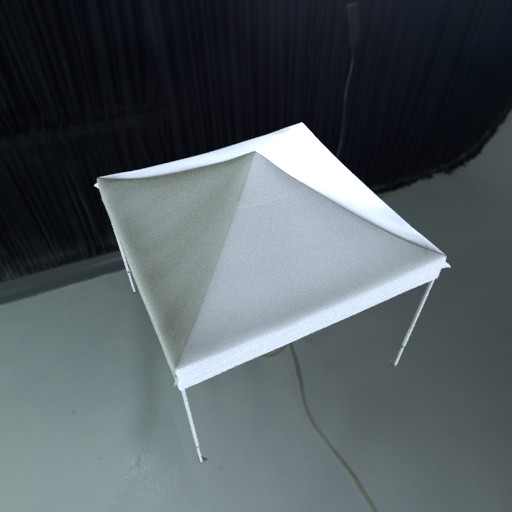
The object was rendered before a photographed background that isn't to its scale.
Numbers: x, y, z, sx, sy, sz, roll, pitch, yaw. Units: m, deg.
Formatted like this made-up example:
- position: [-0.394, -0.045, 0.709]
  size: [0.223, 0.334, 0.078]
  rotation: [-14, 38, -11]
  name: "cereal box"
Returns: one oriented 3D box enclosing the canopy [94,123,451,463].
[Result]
- position: [0.000, 0.000, 5.435]
  size: [2.994, 2.998, 2.996]
  rotation: [-20, 50, -18]
  name: "canopy"
